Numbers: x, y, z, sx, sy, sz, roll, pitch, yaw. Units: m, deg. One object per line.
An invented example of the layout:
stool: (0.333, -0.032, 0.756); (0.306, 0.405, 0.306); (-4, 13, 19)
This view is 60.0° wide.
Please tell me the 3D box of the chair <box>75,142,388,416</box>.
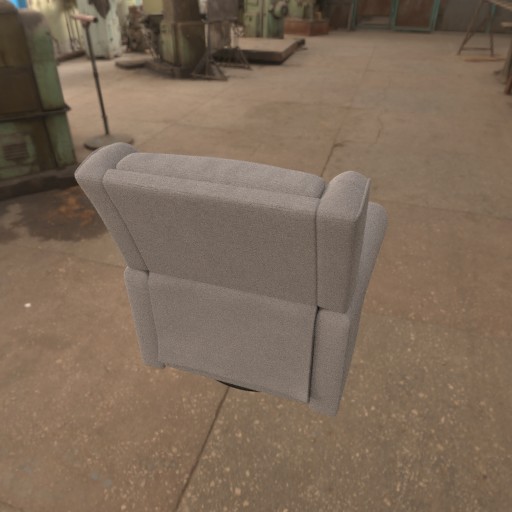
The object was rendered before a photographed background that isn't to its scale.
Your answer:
chair: (0.000, 0.000, 1.687); (0.906, 0.966, 0.854); (11, 34, 16)
